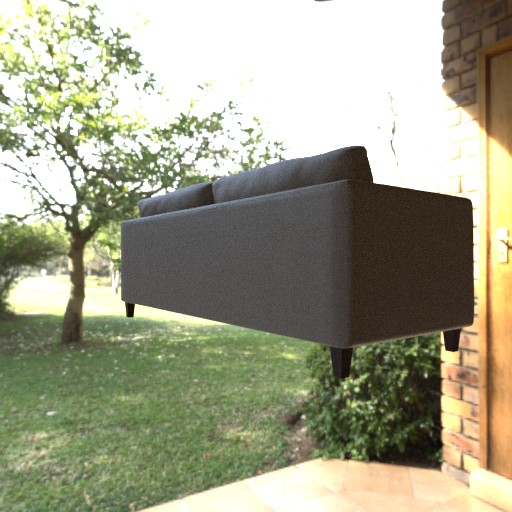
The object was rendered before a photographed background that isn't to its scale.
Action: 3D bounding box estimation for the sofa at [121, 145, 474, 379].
[{"bbox_3d":[0.000,0.000,2.879,0.951,0.965,2.434,0,0,-37],"label":"sofa"}]
